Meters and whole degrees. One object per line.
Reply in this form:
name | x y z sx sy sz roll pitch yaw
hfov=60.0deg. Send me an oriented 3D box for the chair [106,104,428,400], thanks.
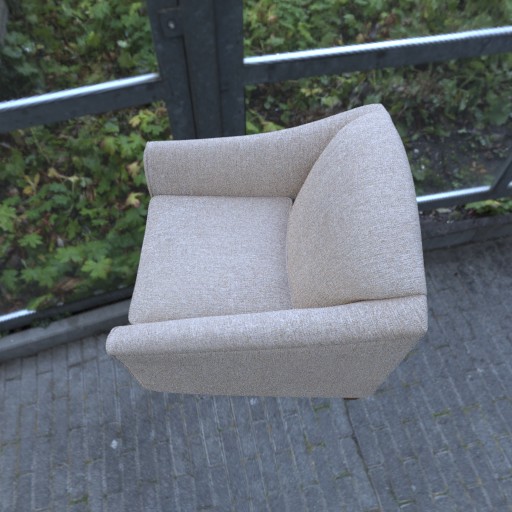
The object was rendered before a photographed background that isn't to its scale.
chair | 0.000 0.000 1.426 0.787 0.839 0.763 1 58 0
